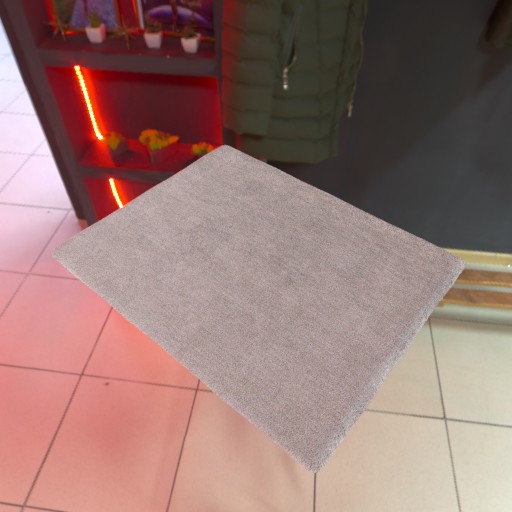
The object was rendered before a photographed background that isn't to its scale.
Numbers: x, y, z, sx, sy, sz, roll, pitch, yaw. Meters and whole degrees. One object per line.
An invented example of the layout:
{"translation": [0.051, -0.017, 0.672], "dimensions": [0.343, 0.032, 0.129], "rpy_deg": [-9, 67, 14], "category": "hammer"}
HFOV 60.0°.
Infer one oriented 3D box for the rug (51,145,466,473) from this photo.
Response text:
{"translation": [0.000, 0.000, 3.916], "dimensions": [2.933, 0.027, 2.332], "rpy_deg": [31, 54, 26], "category": "rug"}
